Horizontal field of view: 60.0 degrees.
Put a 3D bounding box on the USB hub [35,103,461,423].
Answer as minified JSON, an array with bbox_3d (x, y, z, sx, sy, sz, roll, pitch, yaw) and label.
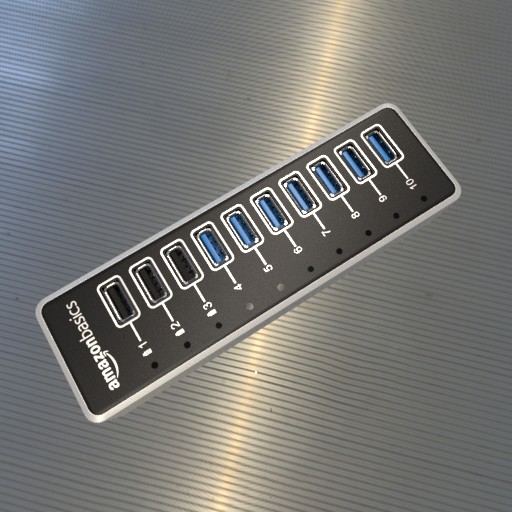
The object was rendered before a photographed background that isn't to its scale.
[{"bbox_3d":[0.000,0.000,0.159,0.145,0.023,0.044,-31,77,-8],"label":"USB hub"}]
